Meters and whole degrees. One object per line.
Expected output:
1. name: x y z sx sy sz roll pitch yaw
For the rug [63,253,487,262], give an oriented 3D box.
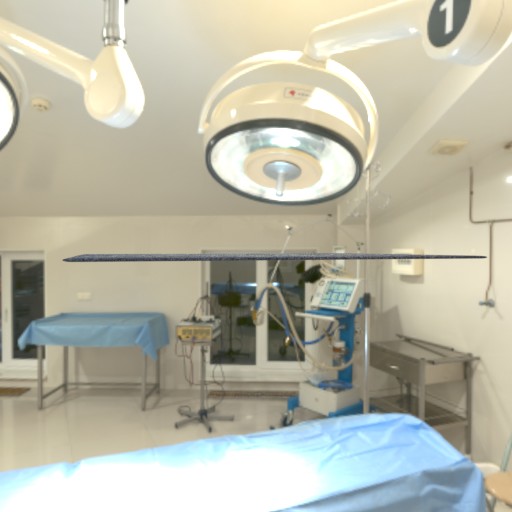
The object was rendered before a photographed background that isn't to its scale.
1. rug: 0.000 0.000 4.256 3.245 0.024 2.385 0 1 -19
